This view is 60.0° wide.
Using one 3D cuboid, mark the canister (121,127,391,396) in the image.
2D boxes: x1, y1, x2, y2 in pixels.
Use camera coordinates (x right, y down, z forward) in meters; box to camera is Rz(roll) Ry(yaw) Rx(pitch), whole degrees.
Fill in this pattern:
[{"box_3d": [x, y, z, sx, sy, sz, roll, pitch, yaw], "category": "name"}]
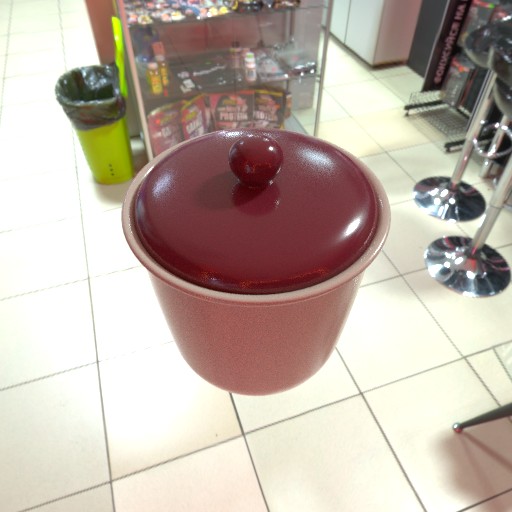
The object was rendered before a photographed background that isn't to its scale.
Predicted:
[{"box_3d": [0.000, 0.000, 0.347, 0.182, 0.208, 0.182, 0, 47, 0], "category": "canister"}]
